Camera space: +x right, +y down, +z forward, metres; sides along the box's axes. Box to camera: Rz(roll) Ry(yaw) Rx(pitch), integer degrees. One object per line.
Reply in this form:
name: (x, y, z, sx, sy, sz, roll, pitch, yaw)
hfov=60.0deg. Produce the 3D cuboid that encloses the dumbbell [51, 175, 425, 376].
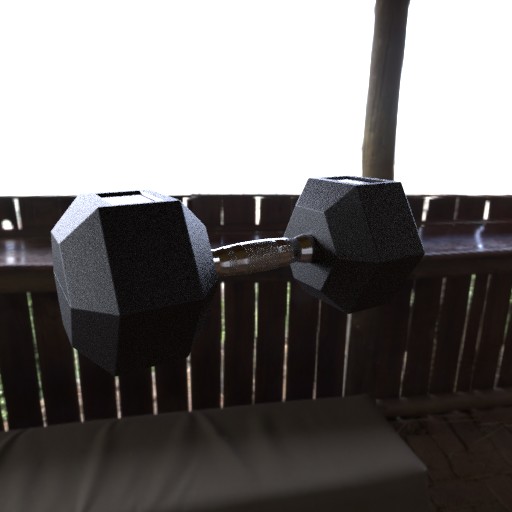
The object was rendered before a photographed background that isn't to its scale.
dumbbell: (0.000, 0.000, 0.442, 0.361, 0.137, 0.157, -9, 19, -29)
